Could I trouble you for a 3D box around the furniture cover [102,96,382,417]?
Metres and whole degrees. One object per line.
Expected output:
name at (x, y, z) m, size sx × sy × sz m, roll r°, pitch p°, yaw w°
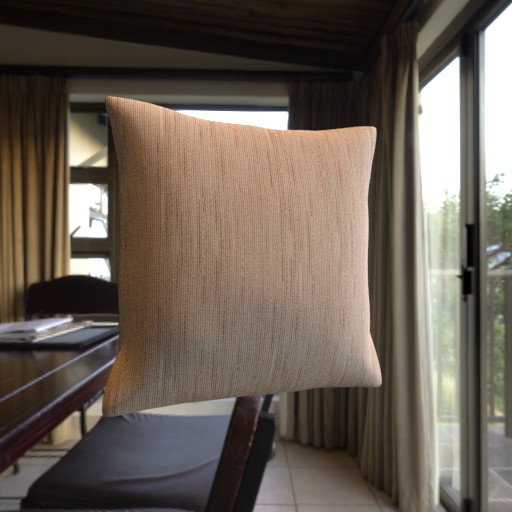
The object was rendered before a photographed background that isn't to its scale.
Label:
furniture cover at (0.000, 0.000, 0.781) m, size 0.512 × 0.506 × 0.178 m, roll 0°, pitch 0°, yaw -19°
